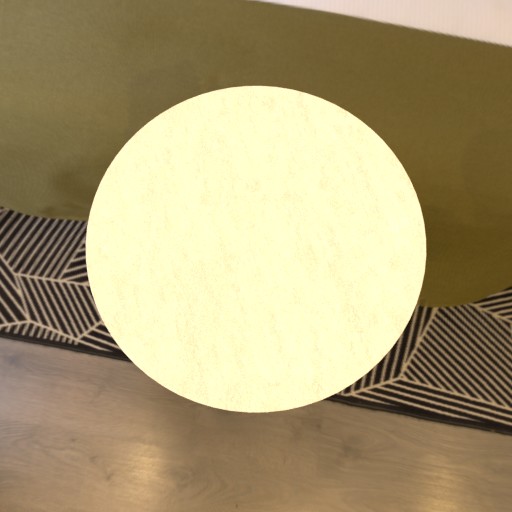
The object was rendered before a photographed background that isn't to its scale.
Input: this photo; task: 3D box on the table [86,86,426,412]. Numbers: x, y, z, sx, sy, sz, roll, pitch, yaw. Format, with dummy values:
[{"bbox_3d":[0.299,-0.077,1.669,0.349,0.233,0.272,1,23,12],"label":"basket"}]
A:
[{"bbox_3d":[0.000,0.000,1.389,0.889,0.470,0.889,0,75,0],"label":"table"}]
